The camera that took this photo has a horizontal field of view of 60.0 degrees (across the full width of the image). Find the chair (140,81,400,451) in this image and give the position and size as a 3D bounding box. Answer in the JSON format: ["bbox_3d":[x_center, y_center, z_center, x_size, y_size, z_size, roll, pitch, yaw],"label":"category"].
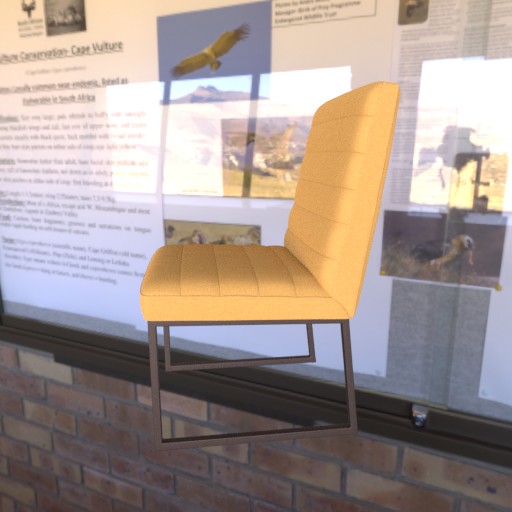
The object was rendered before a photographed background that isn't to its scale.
[{"bbox_3d":[0.000,0.000,1.323,0.634,0.930,0.520,-2,13,-8],"label":"chair"}]
